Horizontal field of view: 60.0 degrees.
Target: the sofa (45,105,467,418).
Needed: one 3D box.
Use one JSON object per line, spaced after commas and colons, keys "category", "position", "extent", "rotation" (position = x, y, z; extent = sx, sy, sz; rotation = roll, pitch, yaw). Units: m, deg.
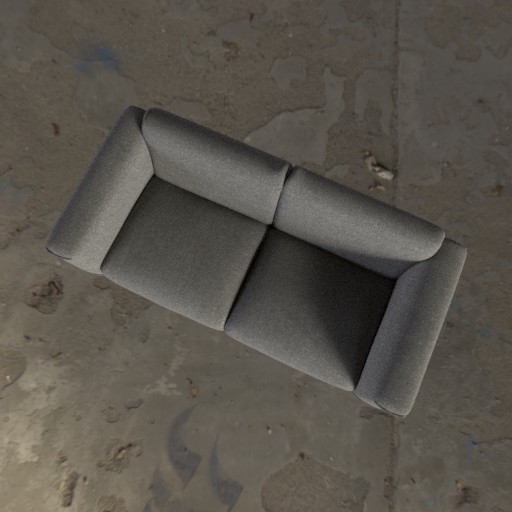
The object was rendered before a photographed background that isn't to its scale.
{"category": "sofa", "position": [0.000, 0.000, 2.571], "extent": [2.125, 0.703, 0.985], "rotation": [24, 78, 6]}
